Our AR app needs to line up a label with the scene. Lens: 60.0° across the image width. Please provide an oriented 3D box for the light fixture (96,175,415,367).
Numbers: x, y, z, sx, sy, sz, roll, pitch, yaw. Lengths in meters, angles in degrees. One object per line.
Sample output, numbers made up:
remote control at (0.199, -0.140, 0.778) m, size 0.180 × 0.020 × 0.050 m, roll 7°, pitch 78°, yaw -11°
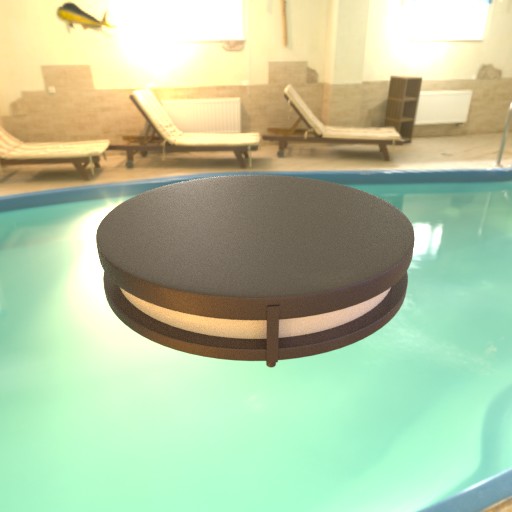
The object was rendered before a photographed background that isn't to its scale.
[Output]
light fixture at (0.000, 0.000, 0.538) m, size 0.356 × 0.102 × 0.356 m, roll 0°, pitch 26°, yaw 0°
